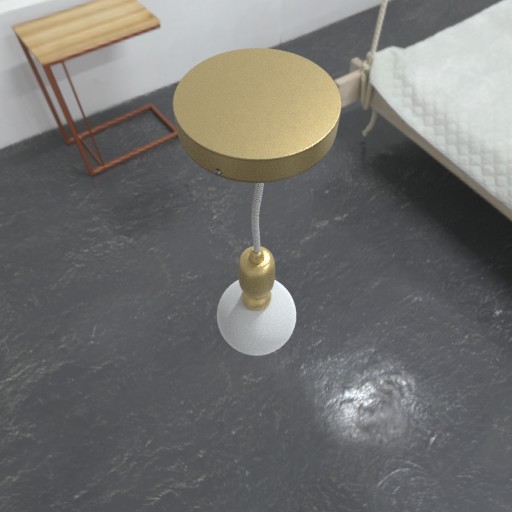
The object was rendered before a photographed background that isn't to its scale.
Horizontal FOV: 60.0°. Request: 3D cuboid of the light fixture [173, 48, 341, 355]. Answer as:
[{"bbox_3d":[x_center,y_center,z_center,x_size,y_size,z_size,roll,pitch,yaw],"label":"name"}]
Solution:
[{"bbox_3d":[0.000,0.000,0.594,0.146,0.510,0.147,32,63,18],"label":"light fixture"}]
